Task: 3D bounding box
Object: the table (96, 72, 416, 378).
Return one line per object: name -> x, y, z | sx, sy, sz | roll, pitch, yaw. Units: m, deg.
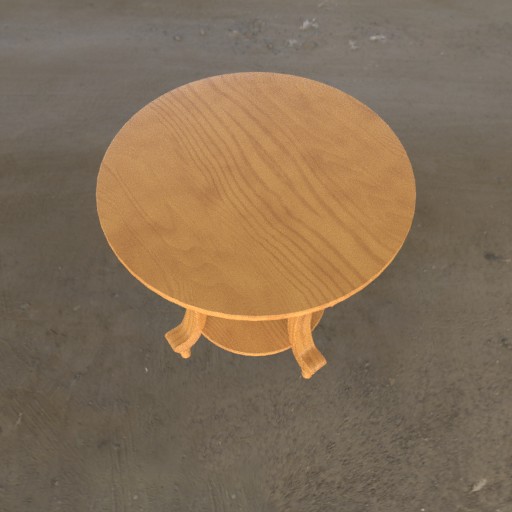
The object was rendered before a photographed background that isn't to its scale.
table -> 0.000, 0.000, 1.099 | 0.597, 0.612, 0.597 | 0, 58, 0
